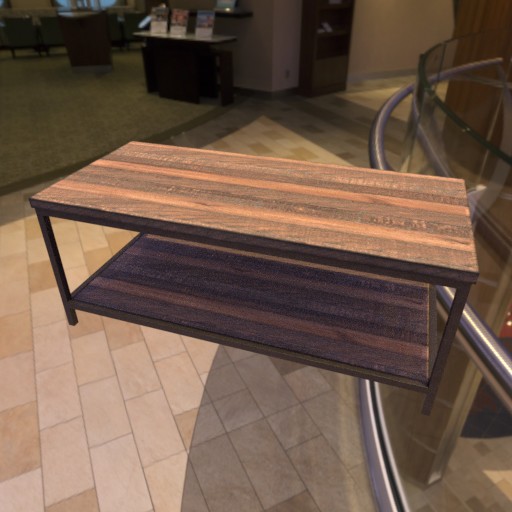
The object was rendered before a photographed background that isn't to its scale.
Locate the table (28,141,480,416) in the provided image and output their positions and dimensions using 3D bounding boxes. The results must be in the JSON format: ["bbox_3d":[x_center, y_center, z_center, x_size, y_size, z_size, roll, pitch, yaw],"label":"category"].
[{"bbox_3d":[0.000,0.000,1.208,0.990,0.399,0.452,10,34,16],"label":"table"}]
